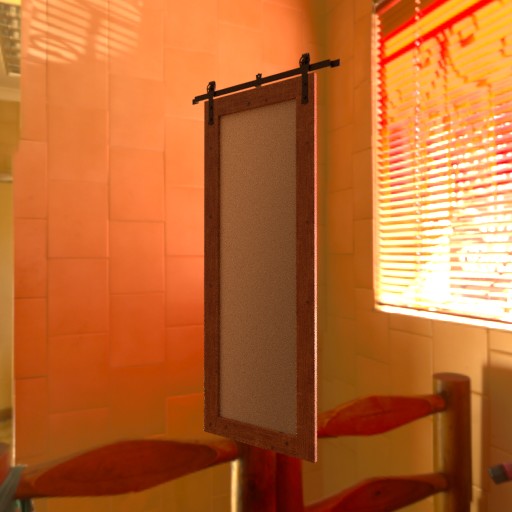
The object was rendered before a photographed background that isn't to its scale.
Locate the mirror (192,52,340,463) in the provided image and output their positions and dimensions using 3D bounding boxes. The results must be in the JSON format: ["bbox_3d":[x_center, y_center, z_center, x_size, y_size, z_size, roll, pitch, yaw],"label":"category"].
[{"bbox_3d":[0.000,0.000,2.112,0.847,1.793,0.042,0,-1,34],"label":"mirror"}]
